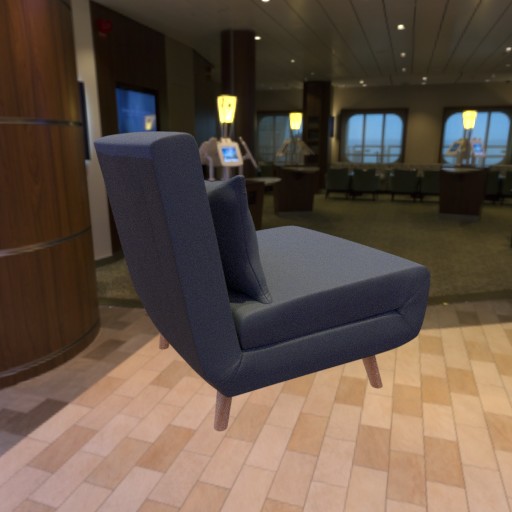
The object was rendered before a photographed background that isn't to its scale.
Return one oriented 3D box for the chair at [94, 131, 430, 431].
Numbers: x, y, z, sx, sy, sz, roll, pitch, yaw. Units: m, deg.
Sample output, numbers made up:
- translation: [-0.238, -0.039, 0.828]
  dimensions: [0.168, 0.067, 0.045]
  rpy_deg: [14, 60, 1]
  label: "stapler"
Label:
- translation: [0.000, 0.000, 1.506]
  dimensions: [0.900, 0.808, 0.770]
  rpy_deg: [-8, 17, -27]
  label: "chair"
